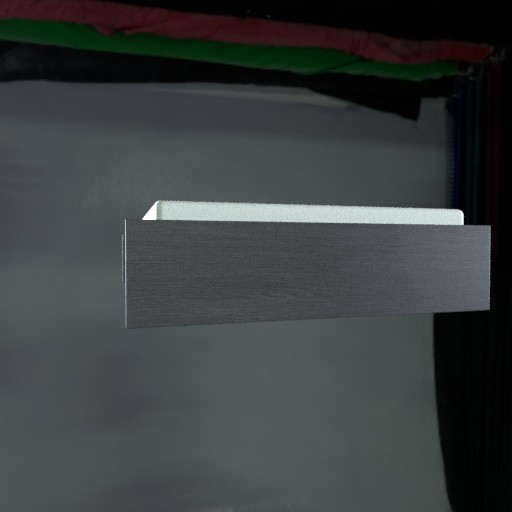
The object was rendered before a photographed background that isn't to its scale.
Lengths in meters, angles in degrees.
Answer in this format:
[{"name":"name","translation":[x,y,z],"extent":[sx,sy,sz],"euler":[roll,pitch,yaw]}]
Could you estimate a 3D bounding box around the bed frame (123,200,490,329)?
[{"name":"bed frame","translation":[0.000,0.000,2.603],"extent":[1.490,0.432,1.950],"euler":[0,1,-17]}]
